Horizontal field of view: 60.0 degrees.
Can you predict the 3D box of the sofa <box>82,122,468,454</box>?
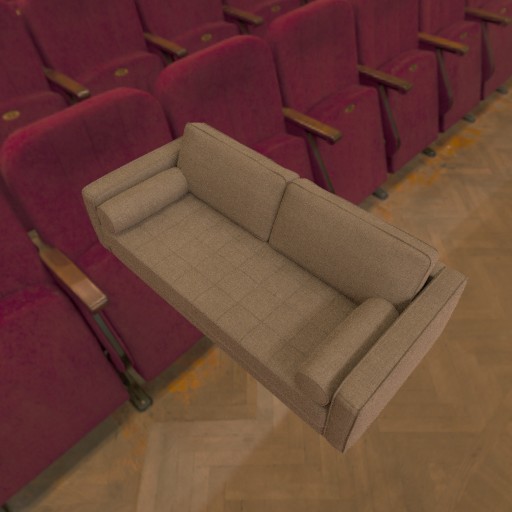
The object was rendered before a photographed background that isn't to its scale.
[{"bbox_3d":[0.000,0.000,2.367,1.879,0.762,0.914,35,56,28],"label":"sofa"}]
